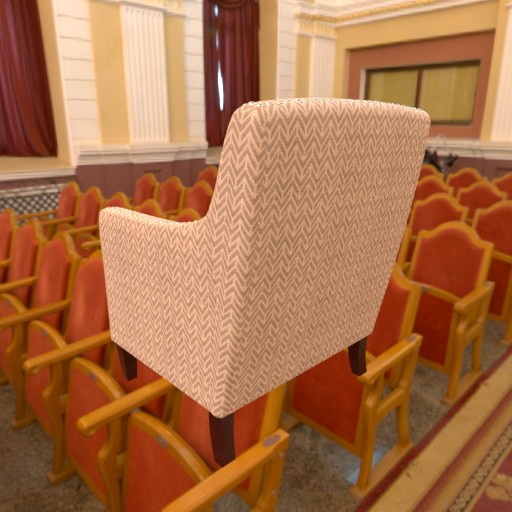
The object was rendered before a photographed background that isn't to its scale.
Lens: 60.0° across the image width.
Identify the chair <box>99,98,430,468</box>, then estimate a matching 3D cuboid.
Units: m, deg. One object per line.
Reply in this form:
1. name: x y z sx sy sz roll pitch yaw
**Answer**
1. chair: 0.000 0.000 1.251 0.623 0.816 0.651 -15 23 -41
